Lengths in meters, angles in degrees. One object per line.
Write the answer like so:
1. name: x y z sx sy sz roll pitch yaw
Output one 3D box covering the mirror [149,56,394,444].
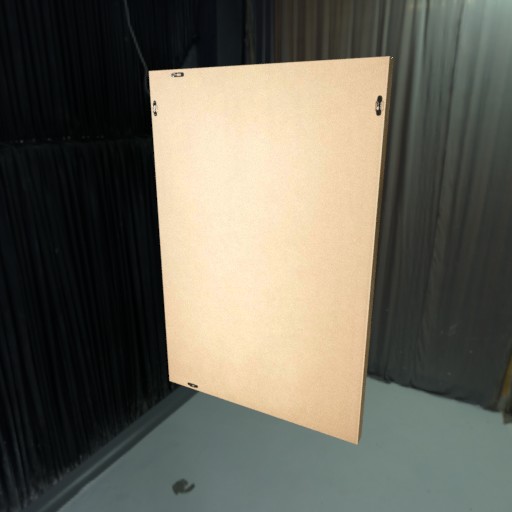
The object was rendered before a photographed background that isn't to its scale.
1. mirror: 0.000 0.000 1.151 0.609 0.915 0.041 9 20 27
